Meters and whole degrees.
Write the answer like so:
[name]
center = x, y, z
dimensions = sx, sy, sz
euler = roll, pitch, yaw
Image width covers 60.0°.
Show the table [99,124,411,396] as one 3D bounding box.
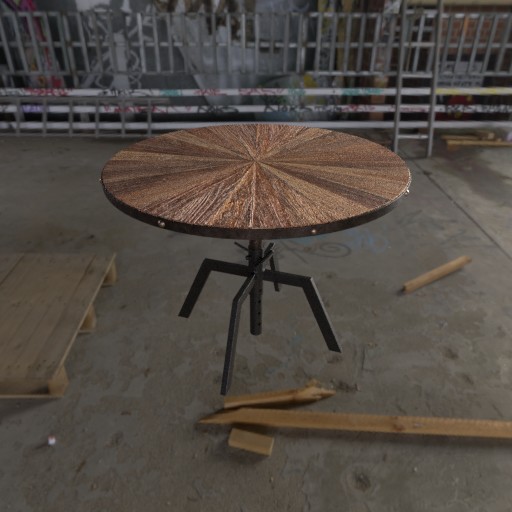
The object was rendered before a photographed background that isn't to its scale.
[table]
center = 0.000, 0.000, 1.486
dimensions = 0.885, 0.658, 0.885
euler = 0, 31, 0
